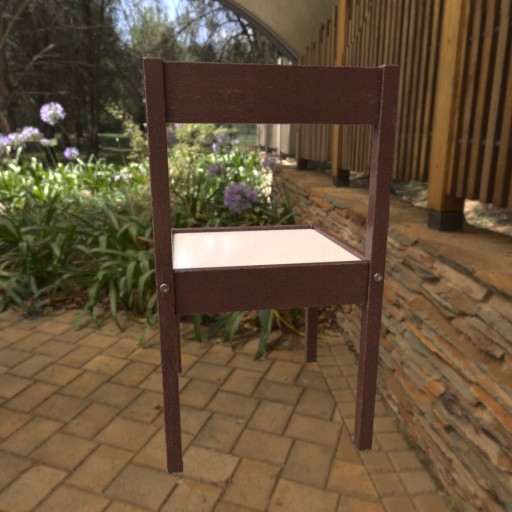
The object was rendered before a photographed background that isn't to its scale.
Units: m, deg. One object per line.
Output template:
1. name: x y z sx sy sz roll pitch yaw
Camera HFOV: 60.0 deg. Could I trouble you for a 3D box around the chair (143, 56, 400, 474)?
1. chair: 0.000 0.000 0.674 0.285 0.505 0.285 -2 14 -9
